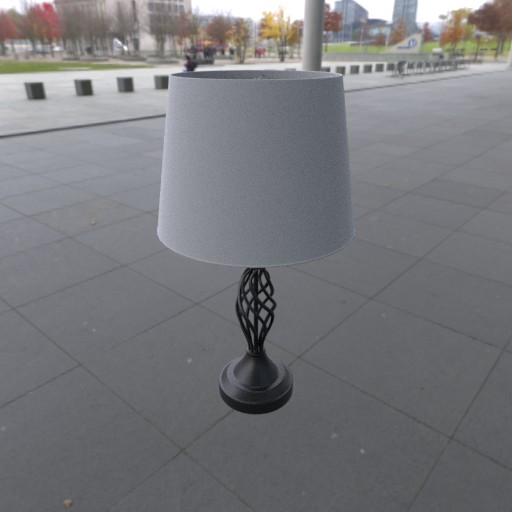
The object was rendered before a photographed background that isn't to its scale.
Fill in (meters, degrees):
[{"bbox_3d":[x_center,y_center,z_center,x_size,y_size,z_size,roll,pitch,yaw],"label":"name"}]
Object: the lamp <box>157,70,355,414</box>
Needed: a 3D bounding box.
[{"bbox_3d":[0.000,0.000,0.781,0.331,0.594,0.331,0,25,0],"label":"lamp"}]
